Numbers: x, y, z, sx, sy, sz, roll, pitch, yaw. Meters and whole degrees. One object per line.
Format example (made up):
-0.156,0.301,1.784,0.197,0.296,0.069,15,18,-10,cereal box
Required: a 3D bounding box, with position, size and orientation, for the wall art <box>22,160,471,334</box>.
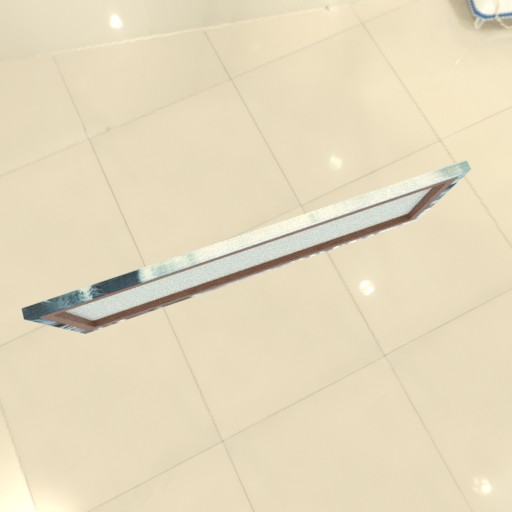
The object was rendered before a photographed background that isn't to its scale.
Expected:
0.000,0.000,1.675,1.524,0.509,0.037,-19,76,-5,wall art
